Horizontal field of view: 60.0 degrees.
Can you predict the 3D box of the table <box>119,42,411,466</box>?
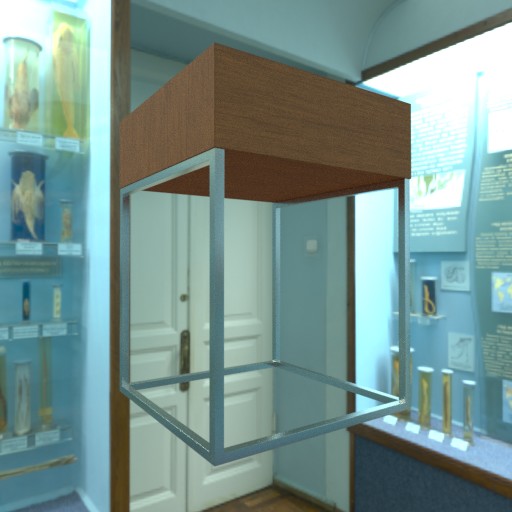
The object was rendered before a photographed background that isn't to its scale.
[{"bbox_3d":[0.000,0.000,0.839,0.397,0.540,0.398,0,-1,-34],"label":"table"}]
